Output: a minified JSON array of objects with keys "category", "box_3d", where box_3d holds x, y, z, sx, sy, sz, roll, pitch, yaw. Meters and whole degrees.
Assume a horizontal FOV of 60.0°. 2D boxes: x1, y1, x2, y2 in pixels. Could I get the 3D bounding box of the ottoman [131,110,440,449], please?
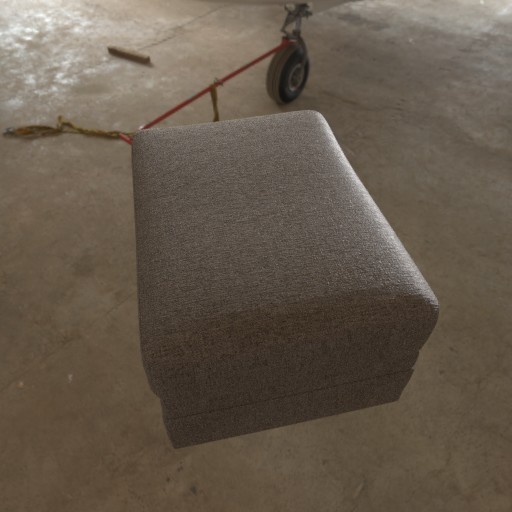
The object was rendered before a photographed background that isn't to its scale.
[{"category":"ottoman","box_3d":[0.000,0.000,1.285,0.637,0.478,0.885,-9,47,-8]}]
